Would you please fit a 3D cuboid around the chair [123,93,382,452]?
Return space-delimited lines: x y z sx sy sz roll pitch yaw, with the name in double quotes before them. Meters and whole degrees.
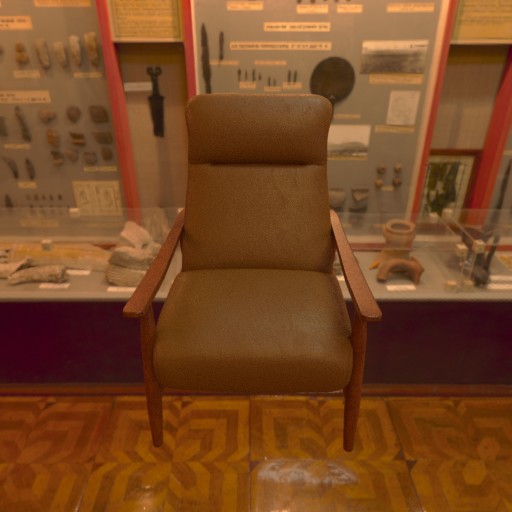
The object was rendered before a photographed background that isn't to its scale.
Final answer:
"chair" 0.000 0.000 1.770 0.762 1.082 1.014 1 29 1
